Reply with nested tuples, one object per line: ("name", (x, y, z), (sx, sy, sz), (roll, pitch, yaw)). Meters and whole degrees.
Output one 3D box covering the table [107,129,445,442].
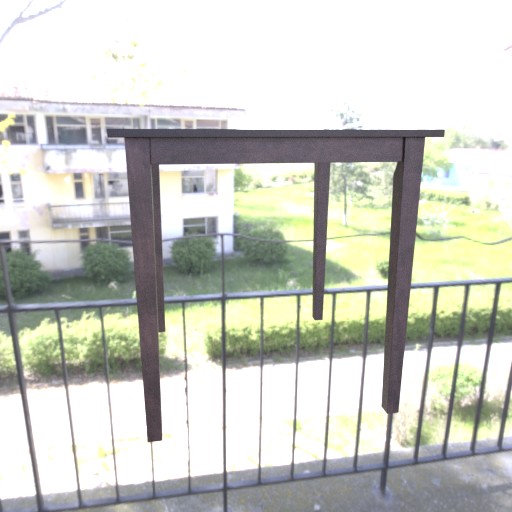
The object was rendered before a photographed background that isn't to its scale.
("table", (0.000, 0.000, 1.413), (0.749, 0.770, 0.749), (-3, 16, -10))
